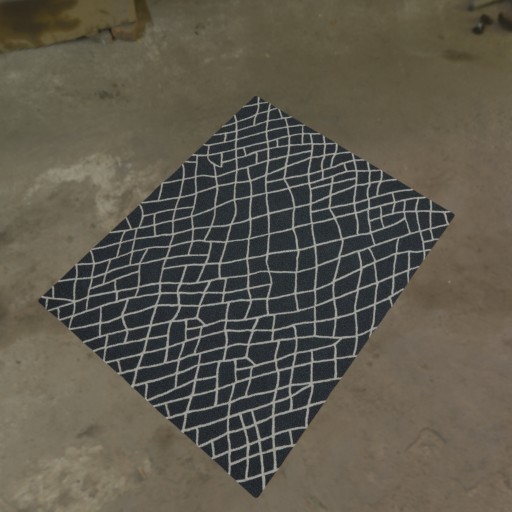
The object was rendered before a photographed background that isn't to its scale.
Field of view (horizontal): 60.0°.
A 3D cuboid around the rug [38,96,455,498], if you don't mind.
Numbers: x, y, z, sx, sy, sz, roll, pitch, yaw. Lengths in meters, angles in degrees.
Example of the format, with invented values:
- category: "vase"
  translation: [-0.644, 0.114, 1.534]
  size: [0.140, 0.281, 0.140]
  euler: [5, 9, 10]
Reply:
- category: "rug"
  translation: [0.000, 0.000, 4.033]
  size: [2.439, 0.022, 3.047]
  euler: [36, 70, 15]
